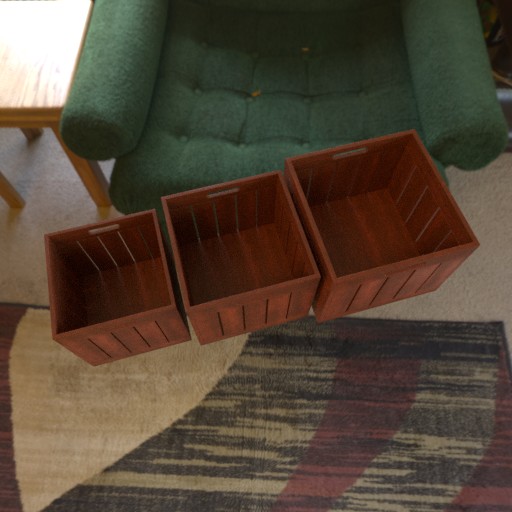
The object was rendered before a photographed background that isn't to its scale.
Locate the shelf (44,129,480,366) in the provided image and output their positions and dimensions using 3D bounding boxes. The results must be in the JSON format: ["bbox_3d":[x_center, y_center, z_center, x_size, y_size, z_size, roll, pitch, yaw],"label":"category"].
[{"bbox_3d":[0.000,0.000,1.276,1.064,0.311,0.393,-14,65,-7],"label":"shelf"}]
